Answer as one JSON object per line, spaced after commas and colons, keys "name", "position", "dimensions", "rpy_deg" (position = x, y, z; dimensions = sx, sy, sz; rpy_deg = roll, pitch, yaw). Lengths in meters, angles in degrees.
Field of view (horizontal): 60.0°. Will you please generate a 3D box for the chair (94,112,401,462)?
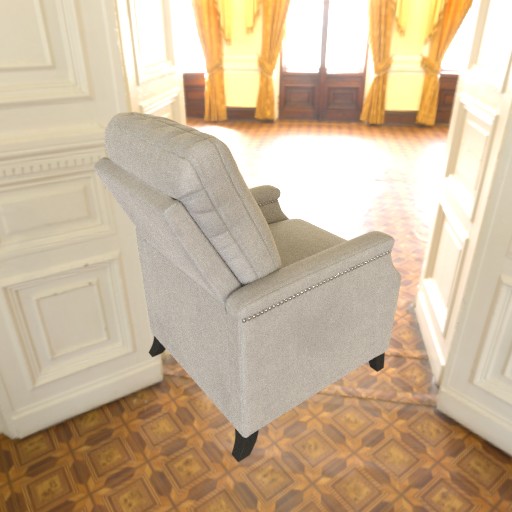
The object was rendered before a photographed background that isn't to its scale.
{"name": "chair", "position": [0.000, 0.000, 1.641], "dimensions": [0.922, 1.049, 0.710], "rpy_deg": [-20, 34, -32]}
